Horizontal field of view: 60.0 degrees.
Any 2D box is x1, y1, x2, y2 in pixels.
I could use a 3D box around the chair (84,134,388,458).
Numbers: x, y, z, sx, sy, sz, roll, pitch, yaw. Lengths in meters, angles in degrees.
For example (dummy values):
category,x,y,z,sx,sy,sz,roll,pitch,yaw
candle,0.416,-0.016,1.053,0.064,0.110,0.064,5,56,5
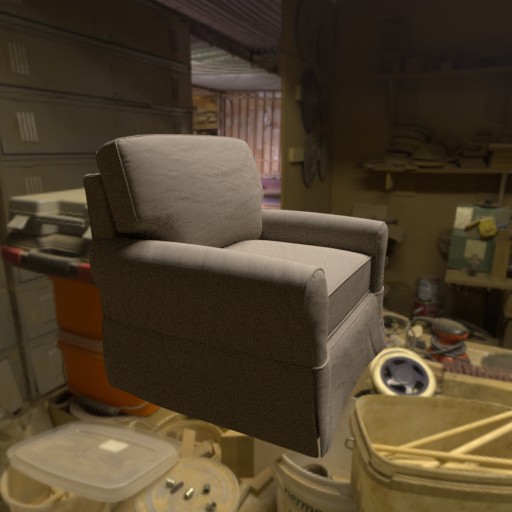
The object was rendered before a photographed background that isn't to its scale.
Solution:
category,x,y,z,sx,sy,sz,roll,pitch,yaw
chair,0.000,0.000,1.920,0.988,1.017,1.135,7,16,27
